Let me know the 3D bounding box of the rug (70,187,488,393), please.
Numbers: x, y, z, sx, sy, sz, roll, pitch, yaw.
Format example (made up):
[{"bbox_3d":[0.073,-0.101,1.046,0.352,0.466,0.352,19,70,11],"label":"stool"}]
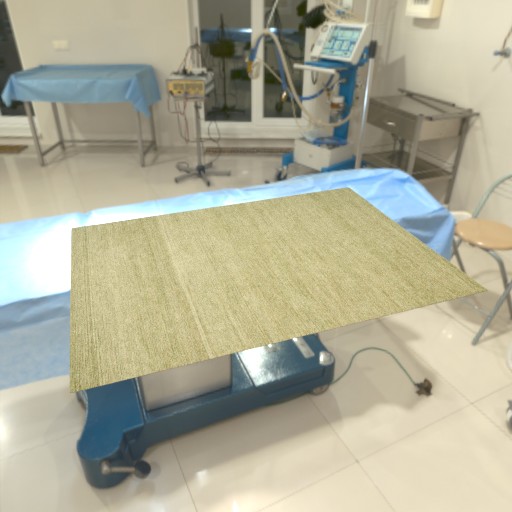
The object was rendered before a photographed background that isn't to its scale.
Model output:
[{"bbox_3d":[0.000,0.000,2.878,2.270,0.017,1.606,-10,33,-16],"label":"rug"}]
